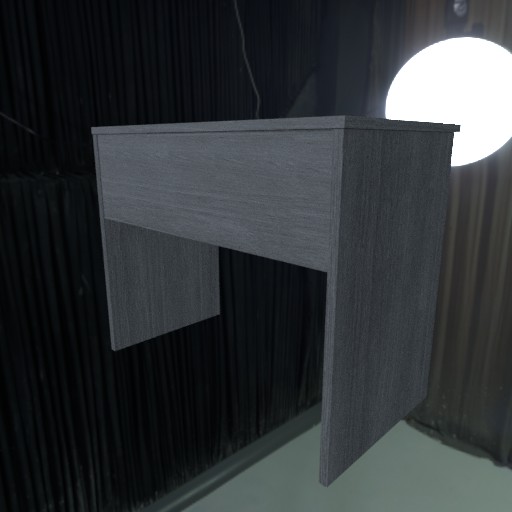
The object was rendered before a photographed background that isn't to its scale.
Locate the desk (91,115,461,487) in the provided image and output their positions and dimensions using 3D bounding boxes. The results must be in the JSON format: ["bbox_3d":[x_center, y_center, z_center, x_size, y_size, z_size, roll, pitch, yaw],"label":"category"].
[{"bbox_3d":[0.000,0.000,1.284,0.893,0.724,0.498,14,20,43],"label":"desk"}]
